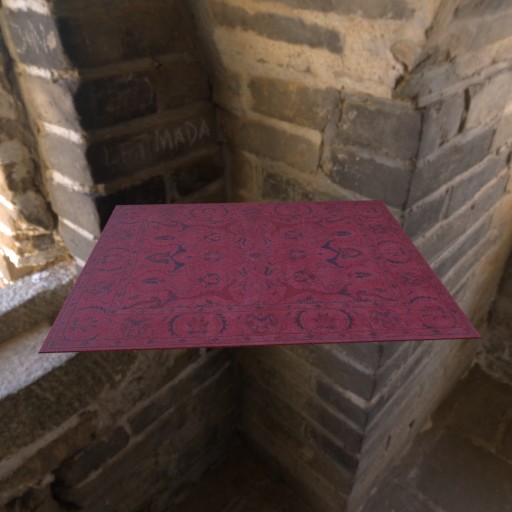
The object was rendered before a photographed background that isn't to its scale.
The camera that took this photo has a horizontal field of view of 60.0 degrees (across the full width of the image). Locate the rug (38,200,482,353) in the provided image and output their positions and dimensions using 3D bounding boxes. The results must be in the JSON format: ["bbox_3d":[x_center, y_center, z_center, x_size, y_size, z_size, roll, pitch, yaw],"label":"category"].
[{"bbox_3d":[0.000,0.000,3.902,2.929,0.012,2.300,-1,31,-2],"label":"rug"}]
